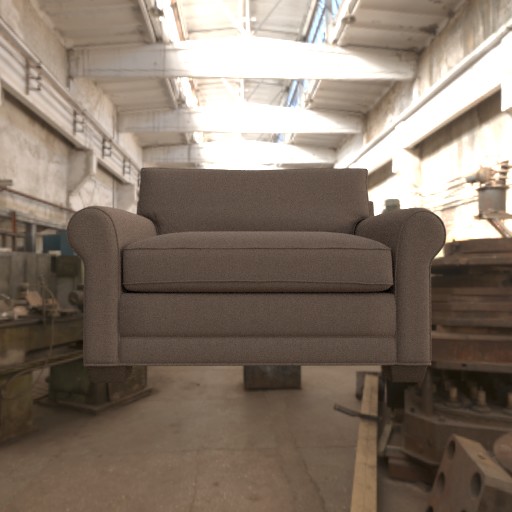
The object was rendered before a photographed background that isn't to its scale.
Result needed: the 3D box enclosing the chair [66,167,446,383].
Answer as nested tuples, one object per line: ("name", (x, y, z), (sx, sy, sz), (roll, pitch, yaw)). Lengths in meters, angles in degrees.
("chair", (0.000, 0.000, 2.009), (1.390, 0.930, 0.930), (0, -1, -1))
